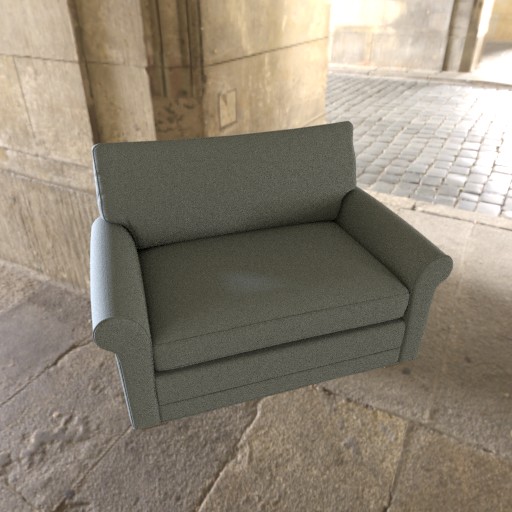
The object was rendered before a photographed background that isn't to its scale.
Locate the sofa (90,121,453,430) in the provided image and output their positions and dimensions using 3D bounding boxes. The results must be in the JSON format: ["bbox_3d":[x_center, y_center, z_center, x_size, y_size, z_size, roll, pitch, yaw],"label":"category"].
[{"bbox_3d":[0.000,0.000,2.022,1.410,0.953,0.940,-9,33,-15],"label":"sofa"}]
